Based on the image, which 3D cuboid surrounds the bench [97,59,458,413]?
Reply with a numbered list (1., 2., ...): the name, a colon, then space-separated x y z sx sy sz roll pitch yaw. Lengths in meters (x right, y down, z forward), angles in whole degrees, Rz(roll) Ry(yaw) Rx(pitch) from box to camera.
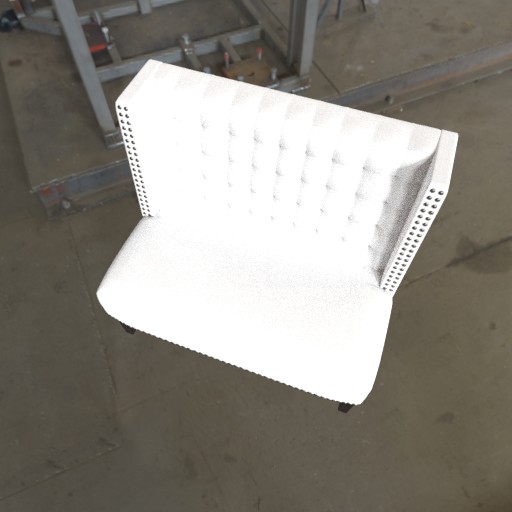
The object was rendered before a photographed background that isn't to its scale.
1. bench: 0.000 0.000 1.978 1.280 1.123 0.847 18 60 10
